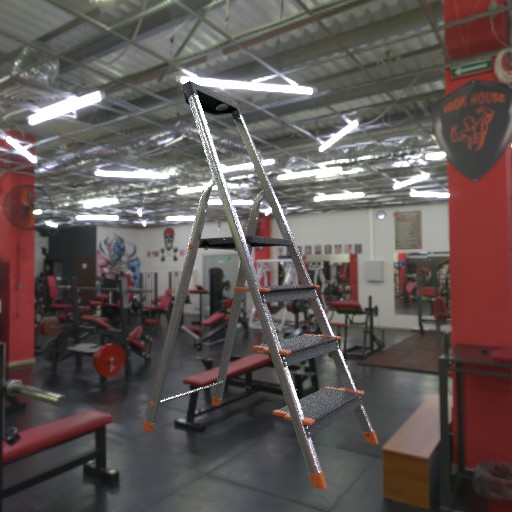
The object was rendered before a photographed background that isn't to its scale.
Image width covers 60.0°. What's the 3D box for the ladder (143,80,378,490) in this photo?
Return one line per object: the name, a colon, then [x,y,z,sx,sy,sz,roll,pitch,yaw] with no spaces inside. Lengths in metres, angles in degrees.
ladder: [0.000,0.000,1.775,0.834,1.429,0.452,-1,-2,36]
